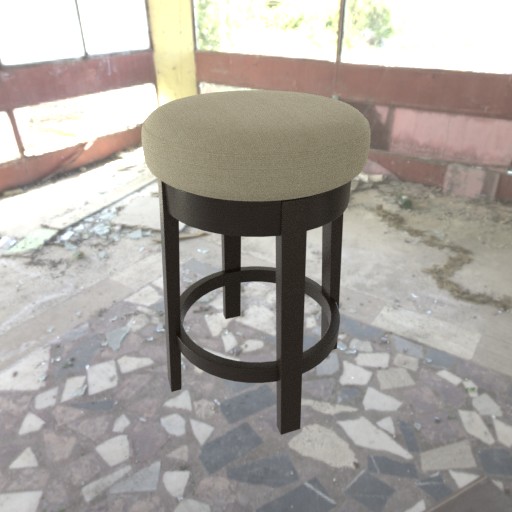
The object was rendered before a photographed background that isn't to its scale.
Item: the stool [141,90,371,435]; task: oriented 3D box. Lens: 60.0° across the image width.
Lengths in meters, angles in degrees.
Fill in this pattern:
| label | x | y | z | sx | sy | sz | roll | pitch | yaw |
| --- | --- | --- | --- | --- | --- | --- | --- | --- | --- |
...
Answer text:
| label | x | y | z | sx | sy | sz | roll | pitch | yaw |
| --- | --- | --- | --- | --- | --- | --- | --- | --- | --- |
| stool | 0.000 | 0.000 | 0.988 | 0.449 | 0.655 | 0.449 | 0 | 30 | 0 |
